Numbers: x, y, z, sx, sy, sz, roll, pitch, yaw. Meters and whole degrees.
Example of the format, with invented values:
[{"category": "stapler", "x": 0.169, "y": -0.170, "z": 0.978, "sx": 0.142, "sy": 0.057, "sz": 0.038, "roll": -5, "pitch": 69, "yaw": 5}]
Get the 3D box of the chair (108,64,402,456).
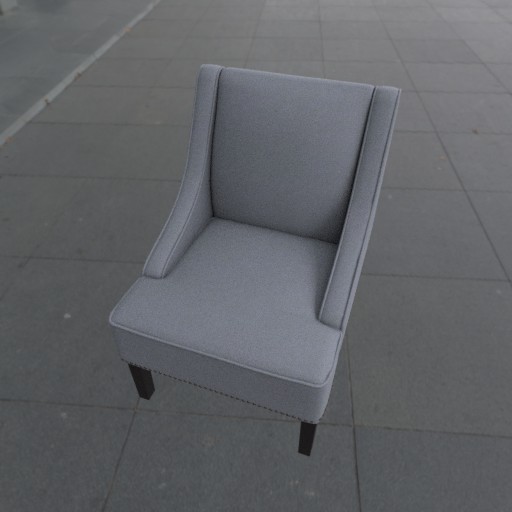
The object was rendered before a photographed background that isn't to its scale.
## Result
[{"category": "chair", "x": 0.000, "y": 0.000, "z": 1.362, "sx": 0.631, "sy": 0.867, "sz": 0.747, "roll": 13, "pitch": 43, "yaw": 15}]
